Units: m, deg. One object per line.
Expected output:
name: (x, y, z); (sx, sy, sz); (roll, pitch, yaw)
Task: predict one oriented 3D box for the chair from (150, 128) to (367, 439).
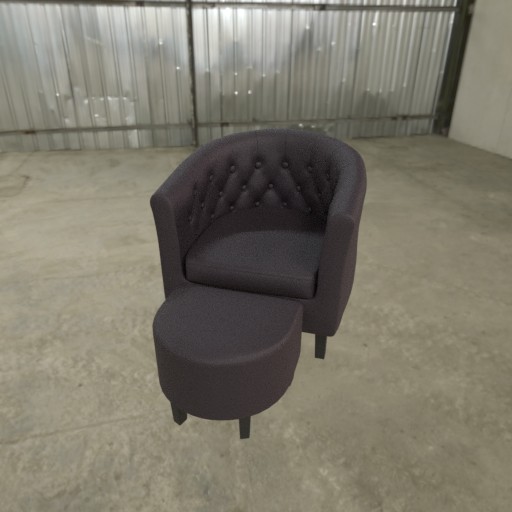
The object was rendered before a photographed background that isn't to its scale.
chair: (0.000, 0.000, 1.725); (0.763, 0.760, 1.191); (7, 28, 14)
